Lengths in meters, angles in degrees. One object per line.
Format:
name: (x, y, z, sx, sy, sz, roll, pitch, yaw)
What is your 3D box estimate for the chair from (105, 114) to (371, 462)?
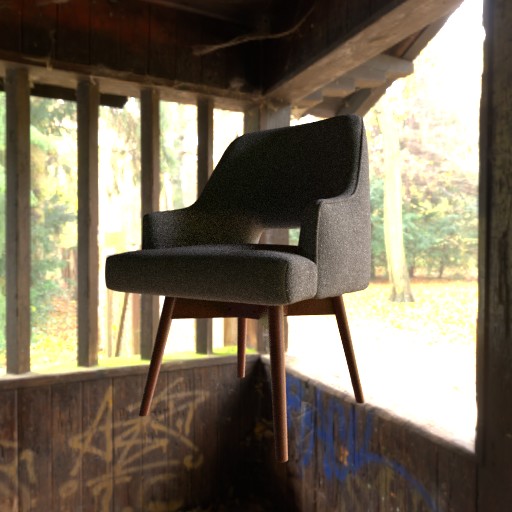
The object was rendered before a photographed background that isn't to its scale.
chair: (0.000, 0.000, 1.264, 0.608, 0.875, 0.629, 1, 1, 35)
